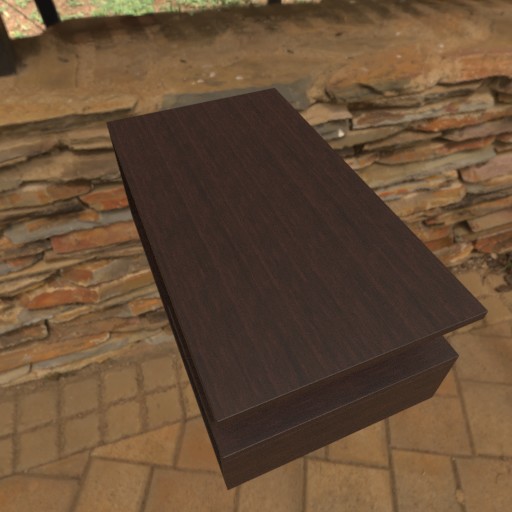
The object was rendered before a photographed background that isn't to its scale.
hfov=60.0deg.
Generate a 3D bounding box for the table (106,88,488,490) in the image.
[{"bbox_3d":[0.000,0.000,1.326,0.590,0.460,1.050,-17,49,-15],"label":"table"}]
